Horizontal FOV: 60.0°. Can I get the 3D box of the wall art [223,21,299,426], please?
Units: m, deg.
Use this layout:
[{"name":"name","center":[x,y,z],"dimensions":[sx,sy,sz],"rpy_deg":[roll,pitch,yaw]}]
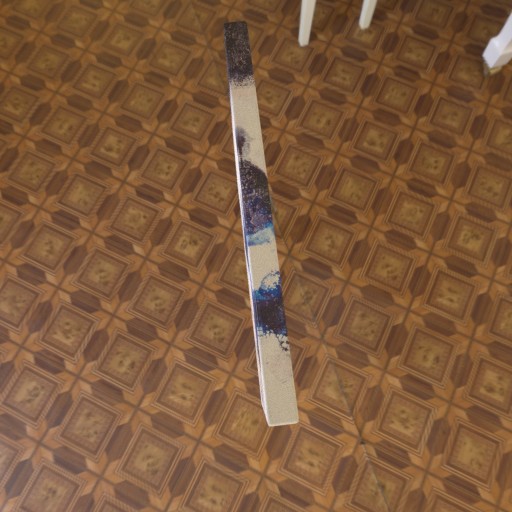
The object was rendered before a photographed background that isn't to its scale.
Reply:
[{"name":"wall art","center":[0.000,0.000,0.916],"dimensions":[0.039,0.609,0.609],"rpy_deg":[-6,74,-2]}]
